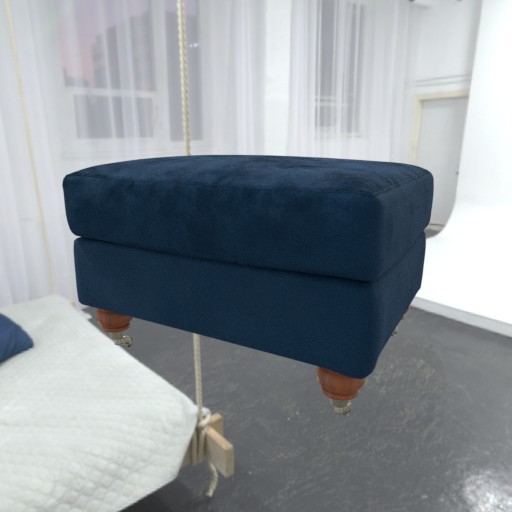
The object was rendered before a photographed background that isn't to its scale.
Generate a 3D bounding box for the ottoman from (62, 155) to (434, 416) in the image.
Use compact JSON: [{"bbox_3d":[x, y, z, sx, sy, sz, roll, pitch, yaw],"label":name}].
[{"bbox_3d":[0.000,0.000,1.142,0.773,0.503,0.572,8,17,28],"label":"ottoman"}]
